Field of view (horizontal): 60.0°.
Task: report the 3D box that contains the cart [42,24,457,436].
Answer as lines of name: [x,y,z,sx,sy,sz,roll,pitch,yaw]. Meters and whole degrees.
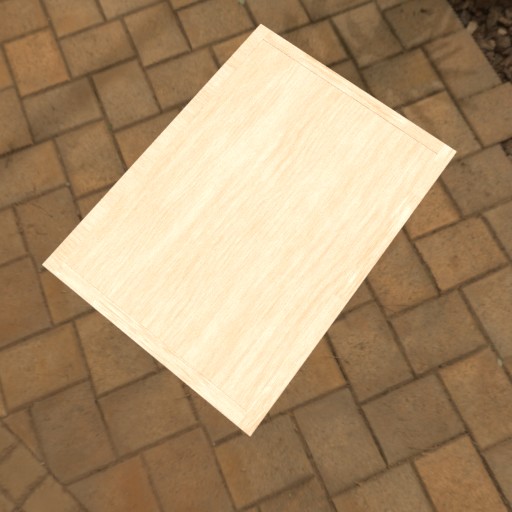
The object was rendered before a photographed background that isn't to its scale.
cart: [0.000,0.000,1.414,0.559,0.914,0.762,37,79,8]
